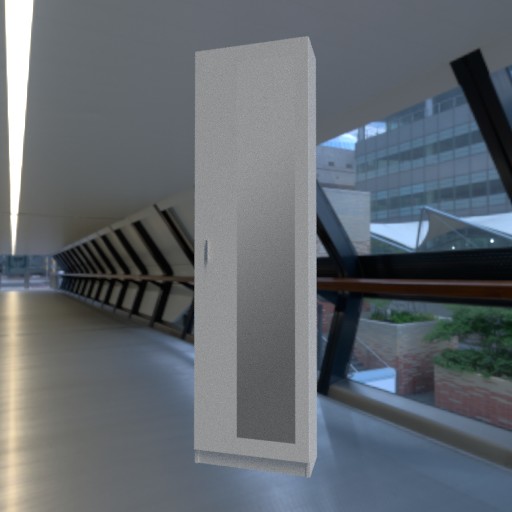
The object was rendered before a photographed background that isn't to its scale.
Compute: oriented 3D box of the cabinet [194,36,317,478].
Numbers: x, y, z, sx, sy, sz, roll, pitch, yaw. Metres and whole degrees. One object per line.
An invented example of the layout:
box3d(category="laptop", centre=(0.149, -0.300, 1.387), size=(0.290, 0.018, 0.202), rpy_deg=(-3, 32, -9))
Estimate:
box3d(category="cabinet", centre=(0.000, 0.000, 1.953), size=(0.500, 1.790, 0.230), rpy_deg=(0, -1, 16))
